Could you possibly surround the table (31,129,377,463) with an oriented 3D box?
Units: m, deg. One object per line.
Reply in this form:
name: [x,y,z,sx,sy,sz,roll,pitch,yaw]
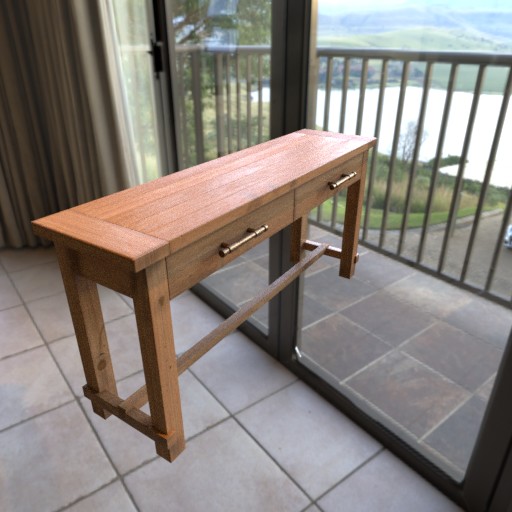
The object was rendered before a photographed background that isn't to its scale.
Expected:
table: [0.000,0.000,1.886,0.442,0.762,1.599,17,31,30]
